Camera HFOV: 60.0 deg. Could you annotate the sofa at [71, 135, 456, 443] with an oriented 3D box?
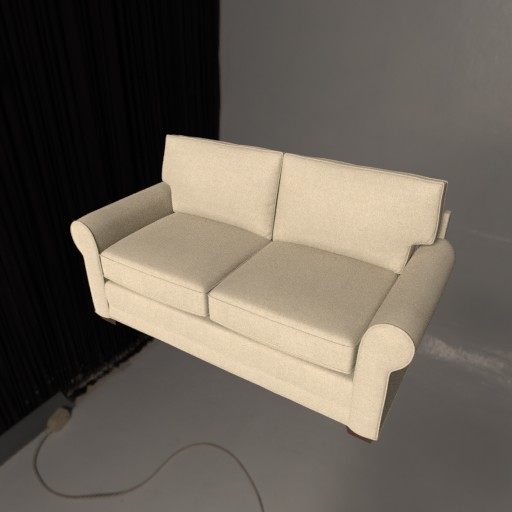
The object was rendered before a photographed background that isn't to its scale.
[{"bbox_3d":[0.000,0.000,2.248,1.774,0.933,0.861,17,33,27],"label":"sofa"}]
